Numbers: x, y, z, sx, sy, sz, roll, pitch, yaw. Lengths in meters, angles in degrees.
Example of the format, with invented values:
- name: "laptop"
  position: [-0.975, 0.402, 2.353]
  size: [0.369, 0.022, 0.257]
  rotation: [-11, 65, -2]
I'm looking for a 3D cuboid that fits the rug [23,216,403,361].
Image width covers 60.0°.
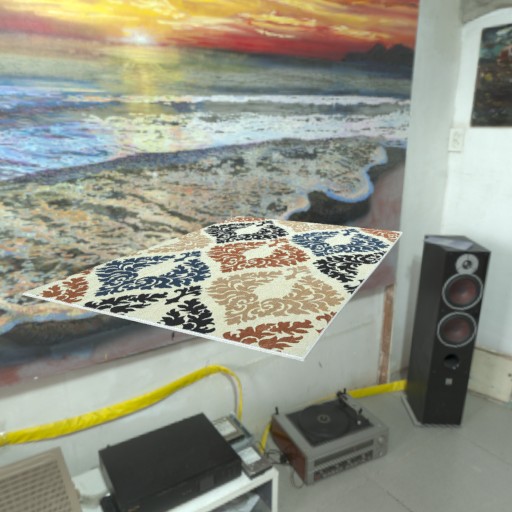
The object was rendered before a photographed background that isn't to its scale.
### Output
- name: "rug"
  position: [0.000, 0.000, 2.892]
  size: [1.514, 0.014, 2.275]
  rotation: [8, 18, 25]
